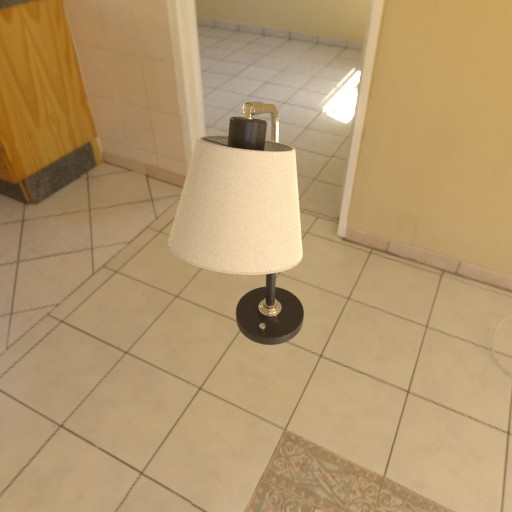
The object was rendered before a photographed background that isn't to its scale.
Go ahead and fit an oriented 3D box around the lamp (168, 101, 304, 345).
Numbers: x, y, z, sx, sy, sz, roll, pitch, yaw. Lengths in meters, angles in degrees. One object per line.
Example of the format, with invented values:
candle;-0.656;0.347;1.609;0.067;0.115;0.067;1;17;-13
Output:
lamp;0.000;0.000;0.726;0.181;0.539;0.348;12;43;13
